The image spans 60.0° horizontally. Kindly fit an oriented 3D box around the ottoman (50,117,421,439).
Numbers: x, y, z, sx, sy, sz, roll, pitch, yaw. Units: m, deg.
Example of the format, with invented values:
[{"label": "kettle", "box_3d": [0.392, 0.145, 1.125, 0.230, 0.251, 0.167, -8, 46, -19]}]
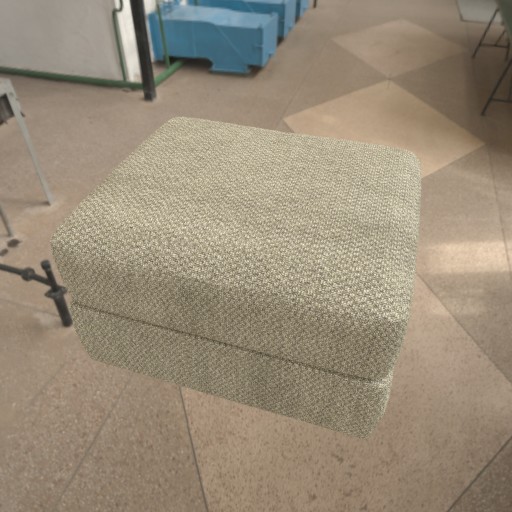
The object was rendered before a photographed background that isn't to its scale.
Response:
[{"label": "ottoman", "box_3d": [0.000, 0.000, 1.129, 0.751, 0.476, 0.603, 12, 44, 13]}]
